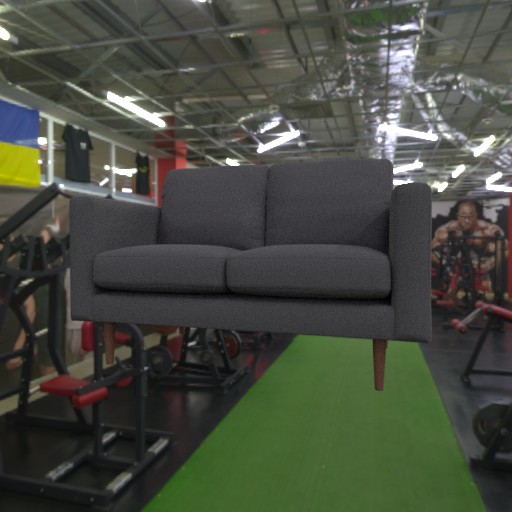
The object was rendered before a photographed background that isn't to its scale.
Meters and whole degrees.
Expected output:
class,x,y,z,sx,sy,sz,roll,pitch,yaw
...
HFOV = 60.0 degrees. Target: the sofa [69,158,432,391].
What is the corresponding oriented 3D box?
class,x,y,z,sx,sy,sz,roll,pitch,yaw
sofa,0.000,0.000,1.988,1.430,0.908,0.796,0,2,18
